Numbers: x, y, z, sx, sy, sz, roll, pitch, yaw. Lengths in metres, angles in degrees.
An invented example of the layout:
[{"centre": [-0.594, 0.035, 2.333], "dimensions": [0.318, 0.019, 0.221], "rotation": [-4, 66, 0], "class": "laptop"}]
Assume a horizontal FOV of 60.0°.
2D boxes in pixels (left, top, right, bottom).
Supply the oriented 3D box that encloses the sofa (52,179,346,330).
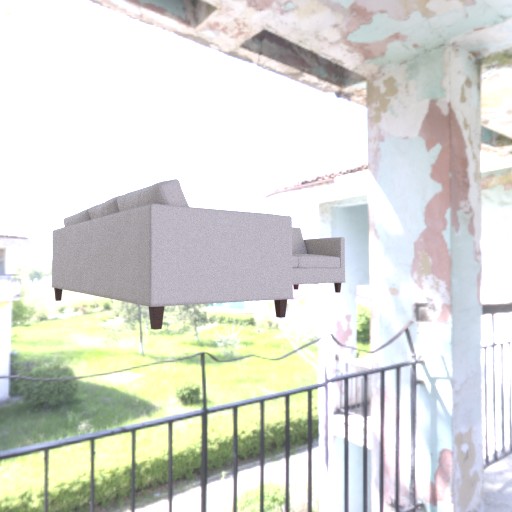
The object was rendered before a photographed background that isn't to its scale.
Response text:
[{"centre": [0.000, 0.000, 4.275], "dimensions": [3.182, 0.863, 2.432], "rotation": [1, -1, -36], "class": "sofa"}]
